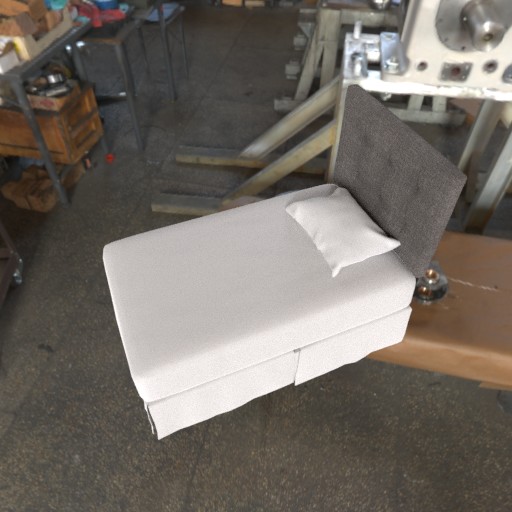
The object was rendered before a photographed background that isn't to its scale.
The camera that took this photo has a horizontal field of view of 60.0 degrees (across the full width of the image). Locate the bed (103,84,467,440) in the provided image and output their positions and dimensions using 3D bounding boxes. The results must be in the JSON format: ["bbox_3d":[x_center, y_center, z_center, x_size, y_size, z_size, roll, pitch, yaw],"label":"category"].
[{"bbox_3d":[0.000,0.000,3.011,1.997,1.571,1.261,-17,50,-15],"label":"bed"}]
